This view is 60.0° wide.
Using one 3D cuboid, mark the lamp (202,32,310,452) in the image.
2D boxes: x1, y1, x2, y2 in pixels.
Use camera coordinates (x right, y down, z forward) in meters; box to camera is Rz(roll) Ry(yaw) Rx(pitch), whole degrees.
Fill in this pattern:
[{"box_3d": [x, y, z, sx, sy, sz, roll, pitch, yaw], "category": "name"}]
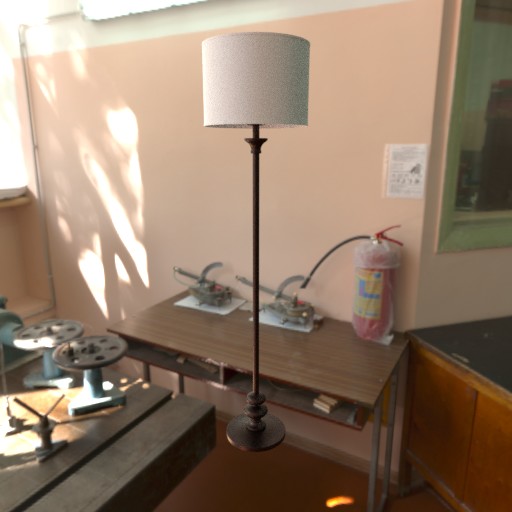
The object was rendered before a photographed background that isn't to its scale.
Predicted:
[{"box_3d": [0.000, 0.000, 1.637, 0.356, 1.487, 0.356, -7, 15, -26], "category": "lamp"}]
